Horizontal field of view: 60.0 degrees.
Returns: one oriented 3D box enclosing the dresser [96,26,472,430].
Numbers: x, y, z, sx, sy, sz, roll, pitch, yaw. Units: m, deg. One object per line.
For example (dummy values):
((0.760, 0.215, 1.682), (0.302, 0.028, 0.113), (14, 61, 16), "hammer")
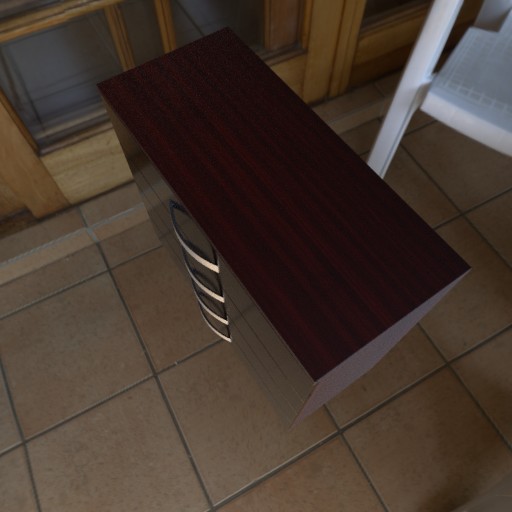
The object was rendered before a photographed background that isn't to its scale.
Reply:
((0.000, 0.000, 1.154), (0.360, 0.720, 0.750), (-31, 67, -15), "dresser")
